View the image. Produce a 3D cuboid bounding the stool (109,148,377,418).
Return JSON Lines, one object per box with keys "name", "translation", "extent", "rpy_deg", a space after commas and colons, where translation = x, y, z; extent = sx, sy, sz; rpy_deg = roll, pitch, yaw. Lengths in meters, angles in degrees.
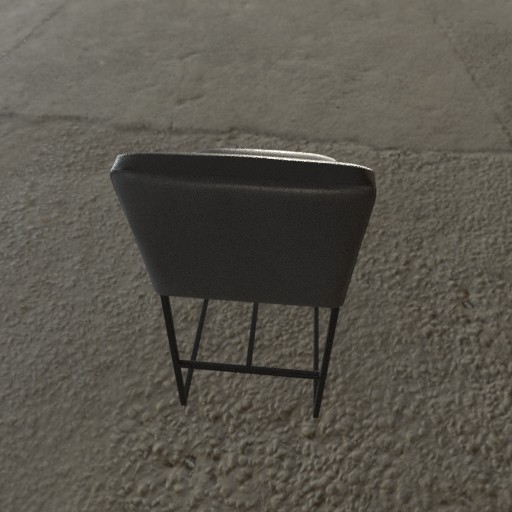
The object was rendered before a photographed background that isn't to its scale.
{"name": "stool", "translation": [0.000, 0.000, 1.230], "extent": [0.457, 0.938, 0.552], "rpy_deg": [4, 46, 4]}
